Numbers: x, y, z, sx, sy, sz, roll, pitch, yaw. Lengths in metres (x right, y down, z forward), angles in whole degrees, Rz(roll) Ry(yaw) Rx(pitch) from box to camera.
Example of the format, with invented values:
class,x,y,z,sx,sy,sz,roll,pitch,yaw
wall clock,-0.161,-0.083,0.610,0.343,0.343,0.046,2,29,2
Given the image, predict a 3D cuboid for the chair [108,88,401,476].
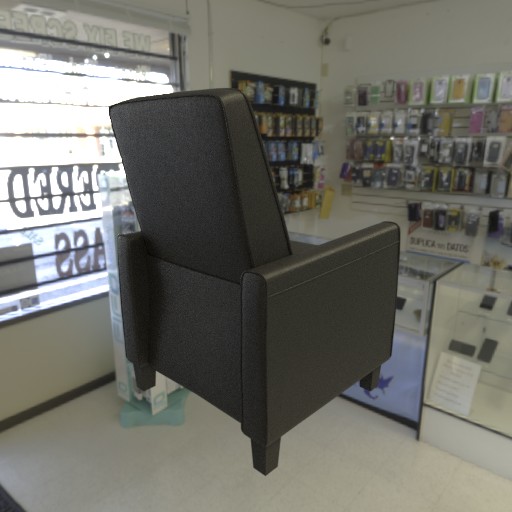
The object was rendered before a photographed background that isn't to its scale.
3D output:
class,x,y,z,sx,sy,sz,roll,pitch,yaw
chair,0.000,0.000,1.514,0.705,1.013,0.746,14,20,42
